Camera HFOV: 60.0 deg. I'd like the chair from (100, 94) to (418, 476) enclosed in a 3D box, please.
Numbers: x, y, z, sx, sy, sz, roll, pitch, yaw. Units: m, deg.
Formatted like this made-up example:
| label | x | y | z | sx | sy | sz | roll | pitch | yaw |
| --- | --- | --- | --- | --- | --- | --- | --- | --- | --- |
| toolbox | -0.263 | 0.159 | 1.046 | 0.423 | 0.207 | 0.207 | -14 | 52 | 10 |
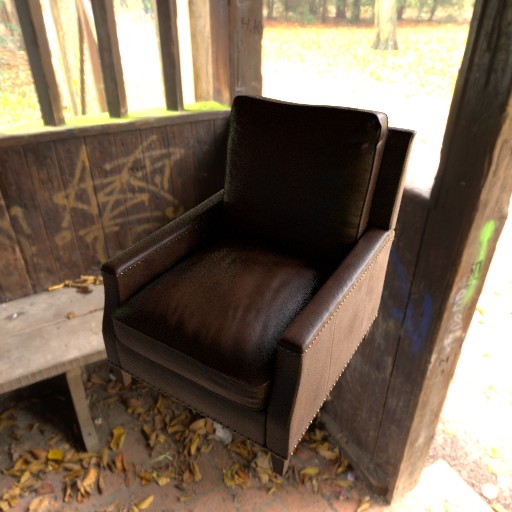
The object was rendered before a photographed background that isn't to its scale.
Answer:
| label | x | y | z | sx | sy | sz | roll | pitch | yaw |
| --- | --- | --- | --- | --- | --- | --- | --- | --- | --- |
| chair | 0.000 | 0.000 | 1.779 | 0.854 | 1.054 | 1.035 | 18 | 36 | 27 |
